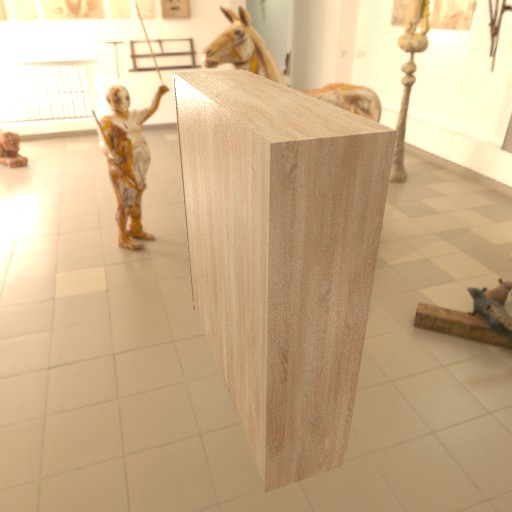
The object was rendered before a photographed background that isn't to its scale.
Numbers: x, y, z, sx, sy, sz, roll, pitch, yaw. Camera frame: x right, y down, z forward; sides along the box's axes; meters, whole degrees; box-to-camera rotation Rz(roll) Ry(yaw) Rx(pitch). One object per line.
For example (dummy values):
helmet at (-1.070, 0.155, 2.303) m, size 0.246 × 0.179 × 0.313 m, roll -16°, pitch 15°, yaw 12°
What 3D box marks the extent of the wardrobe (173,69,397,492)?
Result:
wardrobe at (0.000, 0.000, 3.083) m, size 0.598 × 2.159 × 1.998 m, roll -10°, pitch 31°, yaw -17°
